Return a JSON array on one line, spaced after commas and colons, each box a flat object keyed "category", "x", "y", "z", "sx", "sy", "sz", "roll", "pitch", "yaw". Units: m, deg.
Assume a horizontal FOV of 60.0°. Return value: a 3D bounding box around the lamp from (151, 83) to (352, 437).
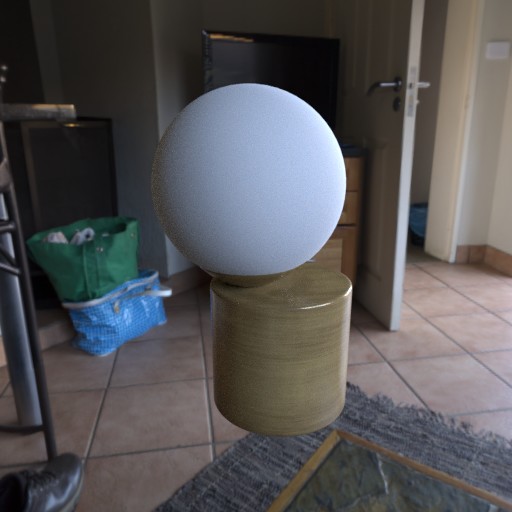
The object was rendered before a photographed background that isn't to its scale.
[{"category": "lamp", "x": 0.000, "y": 0.000, "z": 0.345, "sx": 0.152, "sy": 0.250, "sz": 0.141, "roll": -2, "pitch": 16, "yaw": -7}]
